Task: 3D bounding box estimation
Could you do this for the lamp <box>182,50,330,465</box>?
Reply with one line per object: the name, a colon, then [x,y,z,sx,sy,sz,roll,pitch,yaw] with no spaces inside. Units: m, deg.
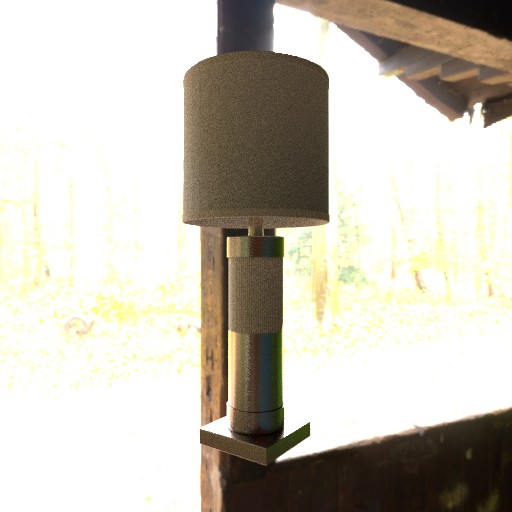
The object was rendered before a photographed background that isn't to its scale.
lamp: [0.000,0.000,0.616,0.202,0.509,0.202,0,0,36]
